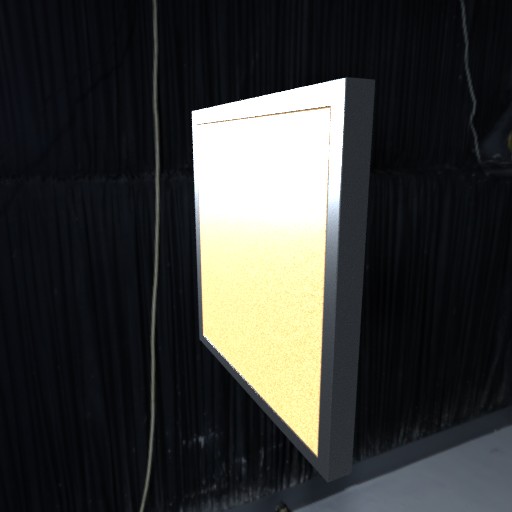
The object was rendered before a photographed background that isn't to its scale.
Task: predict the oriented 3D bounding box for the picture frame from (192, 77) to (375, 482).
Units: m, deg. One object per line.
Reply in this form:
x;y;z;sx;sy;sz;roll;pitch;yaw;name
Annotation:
0.000;0.000;0.530;0.029;0.353;0.355;-7;15;-26;picture frame
